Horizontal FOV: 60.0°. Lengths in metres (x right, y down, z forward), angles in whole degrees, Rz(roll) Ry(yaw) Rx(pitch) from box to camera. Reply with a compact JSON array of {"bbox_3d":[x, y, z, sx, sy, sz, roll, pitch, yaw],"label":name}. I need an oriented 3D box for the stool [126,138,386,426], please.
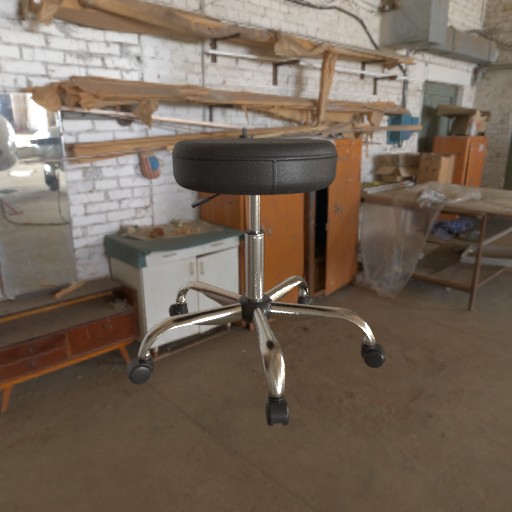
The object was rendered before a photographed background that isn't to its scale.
[{"bbox_3d":[0.000,0.000,1.141,0.673,0.576,0.638,-2,17,-8],"label":"stool"}]
